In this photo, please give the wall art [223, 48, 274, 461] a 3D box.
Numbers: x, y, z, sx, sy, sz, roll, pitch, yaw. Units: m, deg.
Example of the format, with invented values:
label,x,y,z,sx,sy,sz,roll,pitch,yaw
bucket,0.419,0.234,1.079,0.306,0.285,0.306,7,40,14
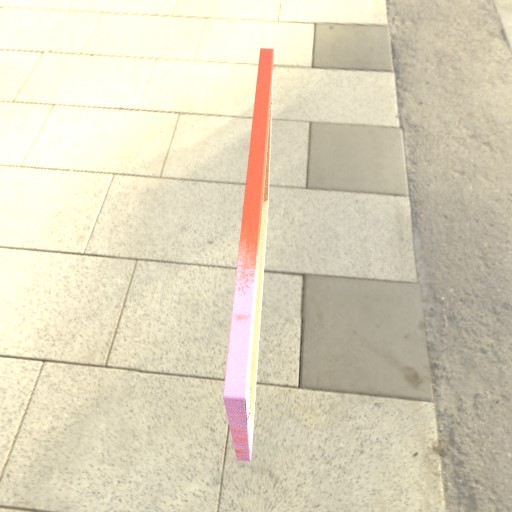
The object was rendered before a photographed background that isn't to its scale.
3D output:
label,x,y,z,sx,sy,sz,roll,pitch,yaw
wall art,0.000,0.000,1.173,0.040,0.609,0.913,3,57,2
